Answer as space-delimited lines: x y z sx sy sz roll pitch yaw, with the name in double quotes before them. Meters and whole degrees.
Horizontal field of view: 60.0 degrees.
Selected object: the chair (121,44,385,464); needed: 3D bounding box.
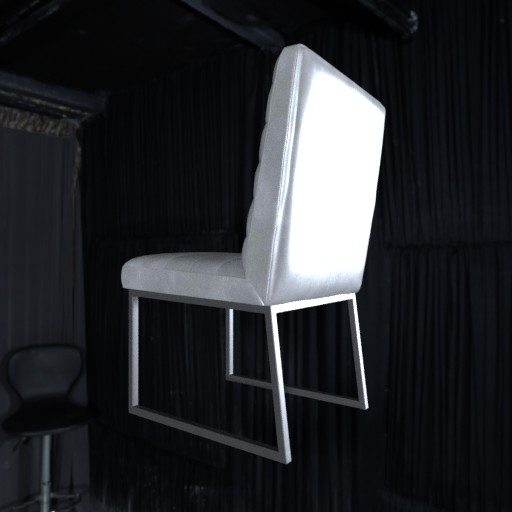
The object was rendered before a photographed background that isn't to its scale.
"chair" 0.000 0.000 1.324 0.634 0.930 0.520 0 0 37
